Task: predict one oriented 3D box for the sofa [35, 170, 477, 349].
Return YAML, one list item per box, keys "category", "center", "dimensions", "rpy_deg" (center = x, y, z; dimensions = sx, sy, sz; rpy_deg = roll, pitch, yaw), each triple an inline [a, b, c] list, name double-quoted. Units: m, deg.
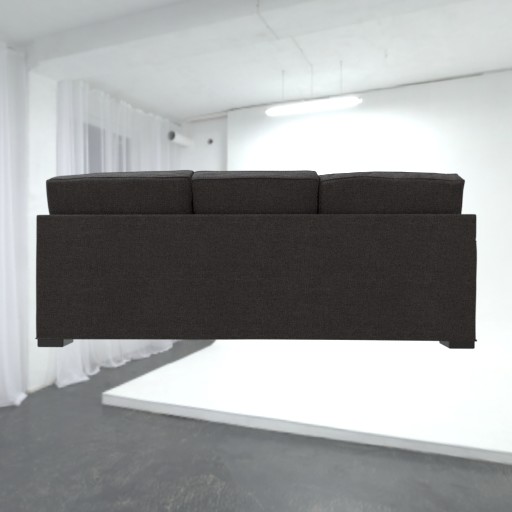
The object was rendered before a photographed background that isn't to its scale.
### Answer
- category: "sofa"
  center: [0.000, 0.000, 2.851]
  dimensions: [2.369, 0.978, 1.004]
  rpy_deg: [0, 1, 1]
